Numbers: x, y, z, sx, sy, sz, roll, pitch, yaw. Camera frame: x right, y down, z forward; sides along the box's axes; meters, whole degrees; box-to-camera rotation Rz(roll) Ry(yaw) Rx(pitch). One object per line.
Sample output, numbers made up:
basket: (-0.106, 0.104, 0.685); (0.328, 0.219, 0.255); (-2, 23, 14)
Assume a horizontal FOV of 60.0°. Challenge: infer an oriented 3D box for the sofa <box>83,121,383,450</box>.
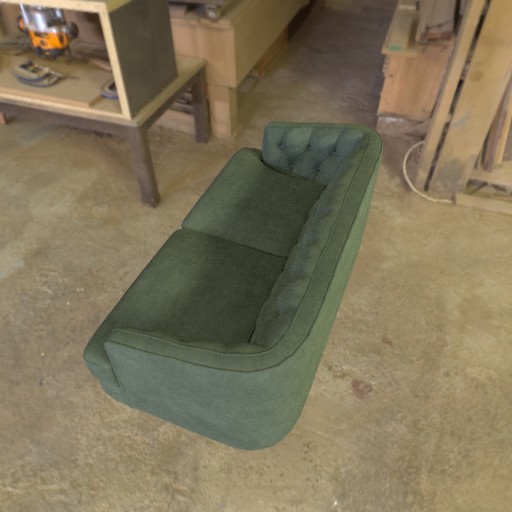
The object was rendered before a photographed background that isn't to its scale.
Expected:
sofa: (0.000, 0.000, 2.306); (0.941, 0.855, 1.733); (17, 49, 15)
